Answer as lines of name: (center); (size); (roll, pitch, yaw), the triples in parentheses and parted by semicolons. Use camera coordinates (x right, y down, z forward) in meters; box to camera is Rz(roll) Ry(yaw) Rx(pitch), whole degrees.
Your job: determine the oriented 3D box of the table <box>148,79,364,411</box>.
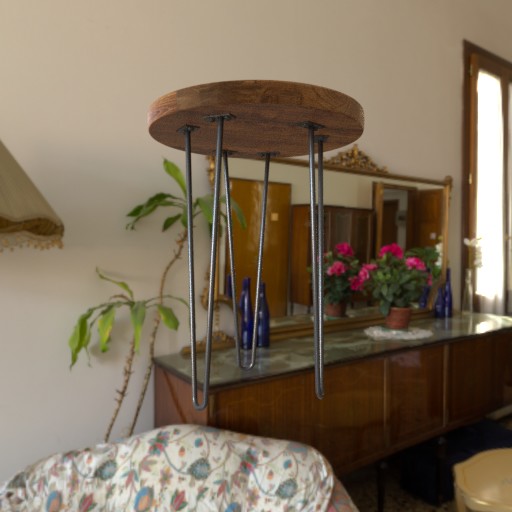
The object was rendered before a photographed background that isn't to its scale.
table: (0.000, 0.000, 0.846); (0.400, 0.520, 0.400); (0, 1, 0)
